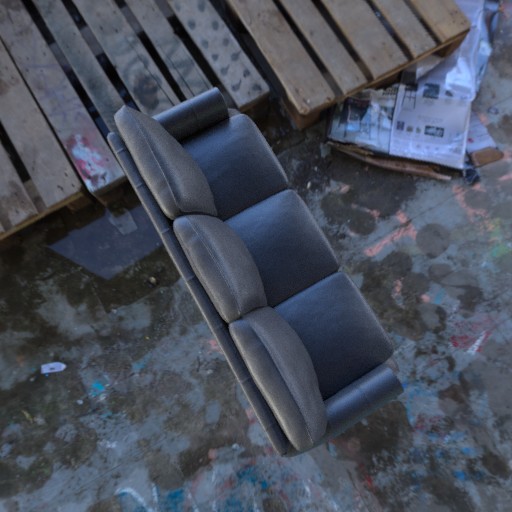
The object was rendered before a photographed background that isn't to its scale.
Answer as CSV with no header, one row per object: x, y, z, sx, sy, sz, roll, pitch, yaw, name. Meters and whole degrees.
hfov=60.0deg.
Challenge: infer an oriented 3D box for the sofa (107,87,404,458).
0.000,0.000,2.932,0.974,0.977,2.387,-29,78,-7,sofa
